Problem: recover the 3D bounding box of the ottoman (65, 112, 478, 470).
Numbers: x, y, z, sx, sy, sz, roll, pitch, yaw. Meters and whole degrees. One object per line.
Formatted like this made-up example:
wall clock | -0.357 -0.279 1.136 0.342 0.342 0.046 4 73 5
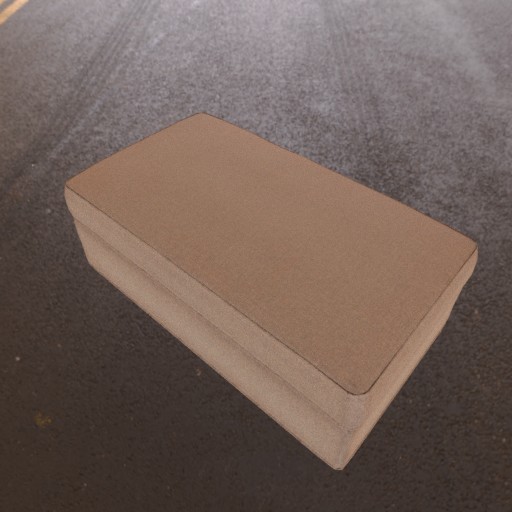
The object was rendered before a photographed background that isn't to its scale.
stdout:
ottoman | 0.000 0.000 1.391 1.097 0.448 0.617 32 54 27
